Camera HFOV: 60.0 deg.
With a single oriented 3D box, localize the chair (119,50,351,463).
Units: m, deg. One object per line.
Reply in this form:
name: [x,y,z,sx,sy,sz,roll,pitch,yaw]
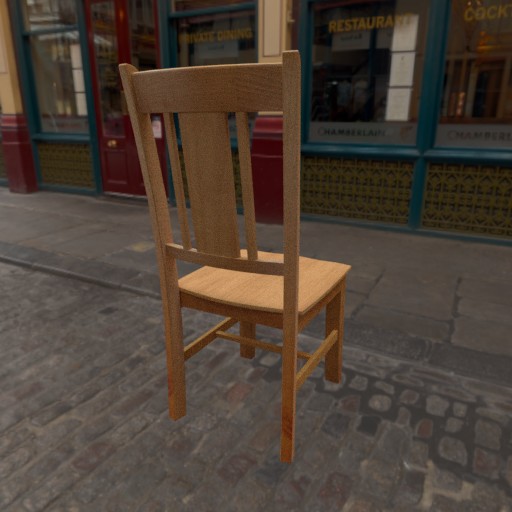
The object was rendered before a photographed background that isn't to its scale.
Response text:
chair: [0.000,0.000,1.282,0.450,0.998,0.556,9,19,27]
